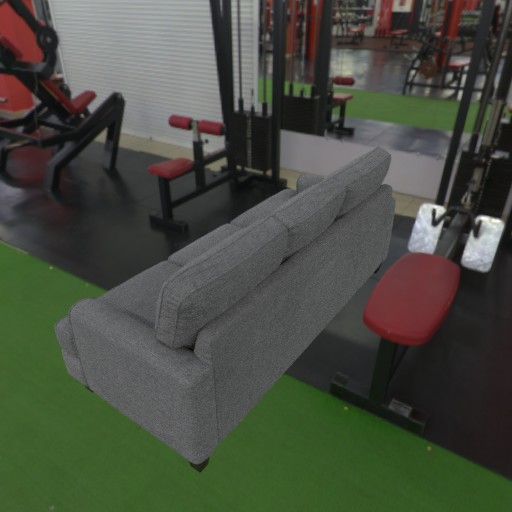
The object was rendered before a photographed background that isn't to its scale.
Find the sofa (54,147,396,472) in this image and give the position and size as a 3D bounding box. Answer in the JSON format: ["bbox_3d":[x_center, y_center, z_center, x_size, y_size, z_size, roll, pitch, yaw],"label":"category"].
[{"bbox_3d":[0.000,0.000,2.658,0.951,0.965,2.158,20,36,30],"label":"sofa"}]
